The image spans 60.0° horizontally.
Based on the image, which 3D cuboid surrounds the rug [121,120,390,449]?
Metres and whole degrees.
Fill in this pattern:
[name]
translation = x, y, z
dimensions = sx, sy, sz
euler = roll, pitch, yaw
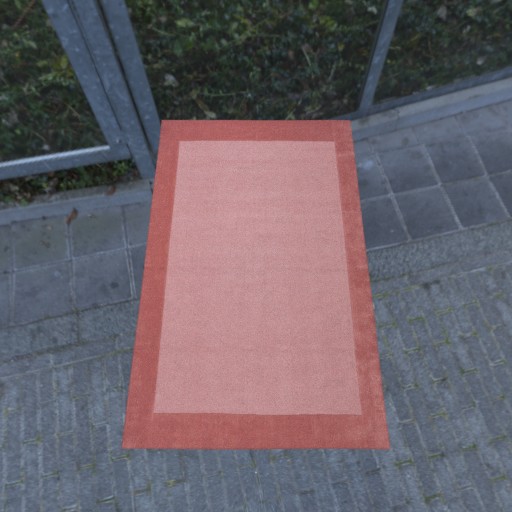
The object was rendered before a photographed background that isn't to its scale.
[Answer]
[rug]
translation = 0.000, 0.000, 3.045
dimensions = 1.524, 0.014, 2.438
euler = 0, 64, 0
